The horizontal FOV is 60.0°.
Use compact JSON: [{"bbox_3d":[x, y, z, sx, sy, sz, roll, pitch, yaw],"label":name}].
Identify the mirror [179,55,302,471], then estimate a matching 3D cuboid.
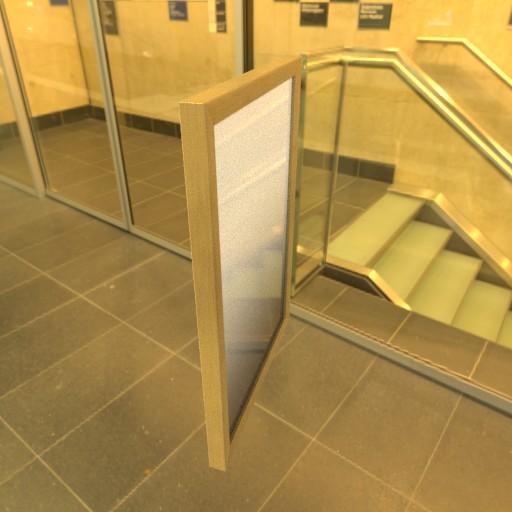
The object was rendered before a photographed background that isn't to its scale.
[{"bbox_3d":[0.000,0.000,0.918,0.040,0.710,0.507,9,32,16],"label":"mirror"}]
